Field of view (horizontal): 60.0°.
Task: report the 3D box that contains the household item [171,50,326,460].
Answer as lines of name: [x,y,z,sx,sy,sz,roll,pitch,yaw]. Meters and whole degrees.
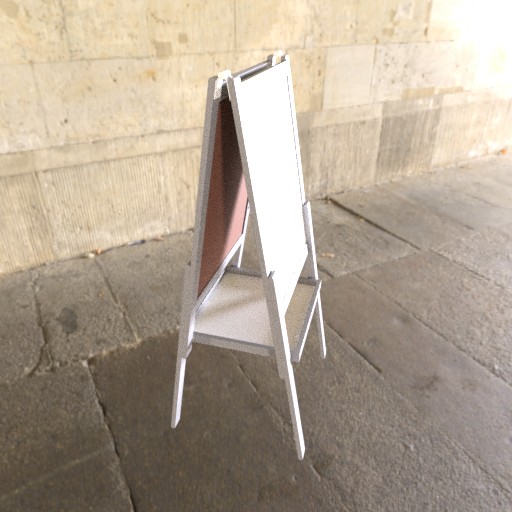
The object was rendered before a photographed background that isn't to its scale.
household item: [0.000,0.000,1.435,0.469,1.172,0.531,8,31,14]
